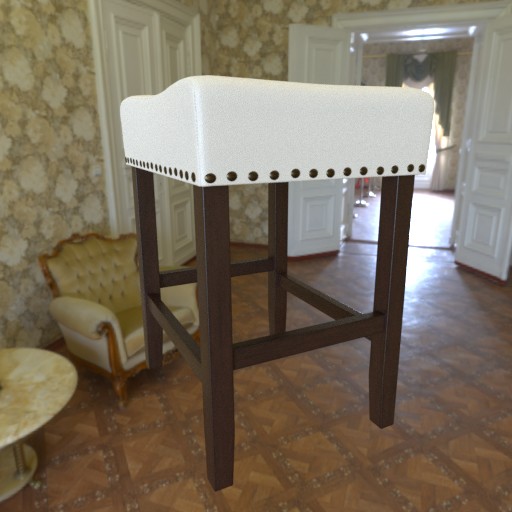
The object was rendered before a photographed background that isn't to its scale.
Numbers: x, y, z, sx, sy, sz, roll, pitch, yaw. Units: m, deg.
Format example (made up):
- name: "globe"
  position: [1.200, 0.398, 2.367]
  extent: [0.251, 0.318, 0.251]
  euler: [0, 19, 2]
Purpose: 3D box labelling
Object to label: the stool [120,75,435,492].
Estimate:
- name: "stool"
  position: [0.000, 0.000, 0.876]
  extent: [0.401, 0.609, 0.471]
  euler: [-8, 17, -26]
